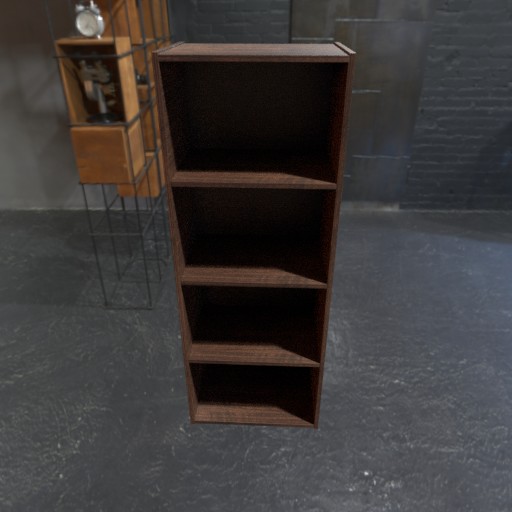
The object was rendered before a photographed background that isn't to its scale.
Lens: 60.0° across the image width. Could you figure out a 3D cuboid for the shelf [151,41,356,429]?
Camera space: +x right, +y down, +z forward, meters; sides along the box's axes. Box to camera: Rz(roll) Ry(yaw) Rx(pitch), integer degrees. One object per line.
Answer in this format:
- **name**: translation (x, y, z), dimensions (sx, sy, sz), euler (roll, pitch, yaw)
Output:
- **shelf**: translation (0.000, 0.000, 1.283), dimensions (0.415, 1.099, 0.290), euler (1, 30, 2)
